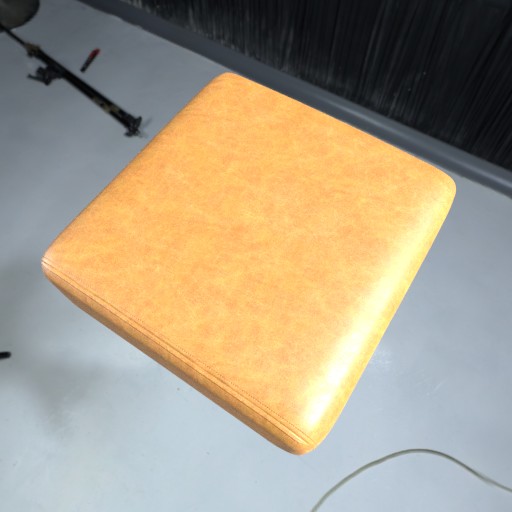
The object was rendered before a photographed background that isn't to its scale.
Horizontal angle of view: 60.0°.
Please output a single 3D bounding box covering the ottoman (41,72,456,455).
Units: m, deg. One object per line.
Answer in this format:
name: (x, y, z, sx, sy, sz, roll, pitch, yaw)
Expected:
ottoman: (0.000, 0.000, 1.040, 0.650, 0.399, 0.650, 30, 67, 14)
